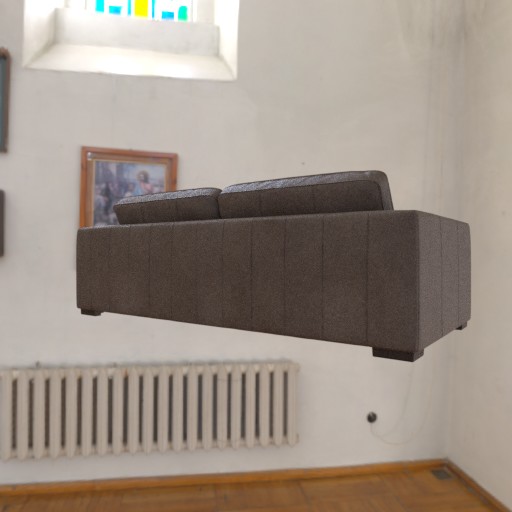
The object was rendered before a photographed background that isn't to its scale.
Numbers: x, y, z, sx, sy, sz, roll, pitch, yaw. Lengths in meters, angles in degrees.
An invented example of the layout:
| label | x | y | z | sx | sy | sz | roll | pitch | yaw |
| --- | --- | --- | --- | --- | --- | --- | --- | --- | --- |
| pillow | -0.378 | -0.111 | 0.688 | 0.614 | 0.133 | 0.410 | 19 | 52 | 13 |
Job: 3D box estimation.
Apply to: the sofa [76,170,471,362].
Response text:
| label | x | y | z | sx | sy | sz | roll | pitch | yaw |
| --- | --- | --- | --- | --- | --- | --- | --- | --- | --- |
| sofa | 0.000 | 0.000 | 2.737 | 2.262 | 0.801 | 1.070 | 0 | 1 | 36 |
